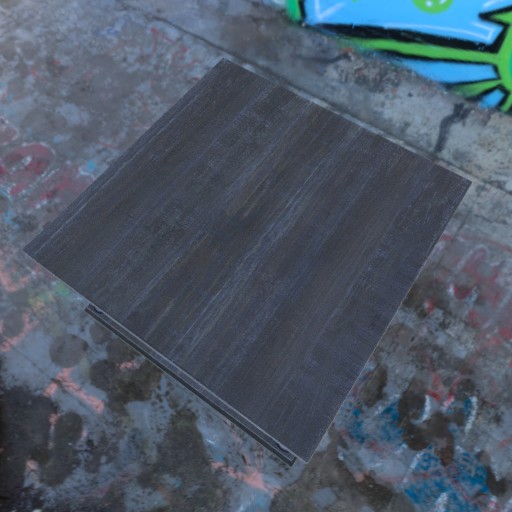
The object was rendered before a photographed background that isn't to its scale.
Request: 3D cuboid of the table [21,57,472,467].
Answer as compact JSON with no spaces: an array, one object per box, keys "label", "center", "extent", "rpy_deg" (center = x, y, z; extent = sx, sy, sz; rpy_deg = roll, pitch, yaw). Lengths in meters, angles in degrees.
[{"label":"table","center":[0.000,0.000,1.131],"extent":[0.696,0.400,0.696],"rpy_deg":[32,68,15]}]
